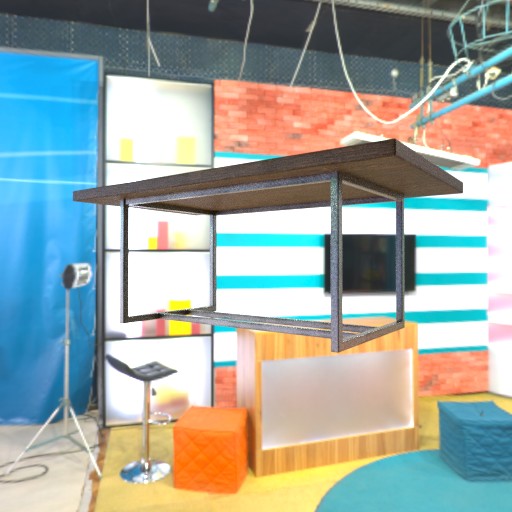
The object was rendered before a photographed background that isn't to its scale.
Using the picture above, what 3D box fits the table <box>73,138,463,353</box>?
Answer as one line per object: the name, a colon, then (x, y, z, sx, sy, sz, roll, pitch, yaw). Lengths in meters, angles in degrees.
table: (0.000, 0.000, 2.546, 1.989, 0.795, 1.078, 0, -1, 36)
